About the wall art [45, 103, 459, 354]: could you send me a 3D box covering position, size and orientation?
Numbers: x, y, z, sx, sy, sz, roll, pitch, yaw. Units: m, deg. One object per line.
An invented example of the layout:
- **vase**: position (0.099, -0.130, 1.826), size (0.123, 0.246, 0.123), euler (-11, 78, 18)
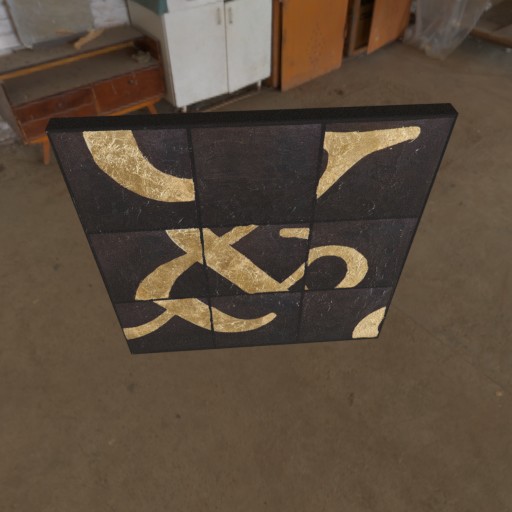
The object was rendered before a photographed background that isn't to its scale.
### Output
- **wall art**: position (0.000, 0.000, 1.099), size (0.758, 0.758, 0.044), euler (-3, 46, -3)
